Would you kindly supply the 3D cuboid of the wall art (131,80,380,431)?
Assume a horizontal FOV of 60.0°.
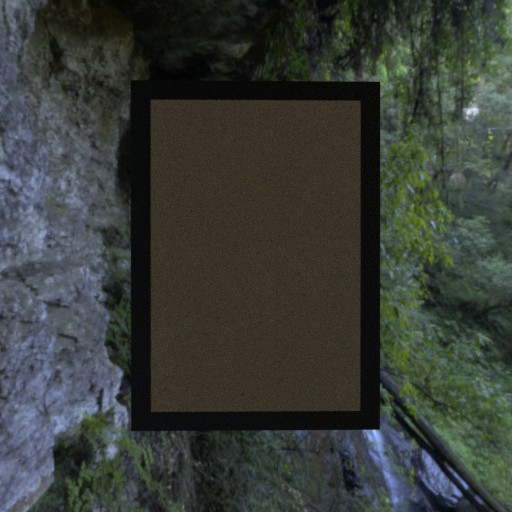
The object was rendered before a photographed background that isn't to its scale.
[{"bbox_3d":[0.000,0.000,0.682,0.381,0.534,0.013,0,0,-1],"label":"wall art"}]
